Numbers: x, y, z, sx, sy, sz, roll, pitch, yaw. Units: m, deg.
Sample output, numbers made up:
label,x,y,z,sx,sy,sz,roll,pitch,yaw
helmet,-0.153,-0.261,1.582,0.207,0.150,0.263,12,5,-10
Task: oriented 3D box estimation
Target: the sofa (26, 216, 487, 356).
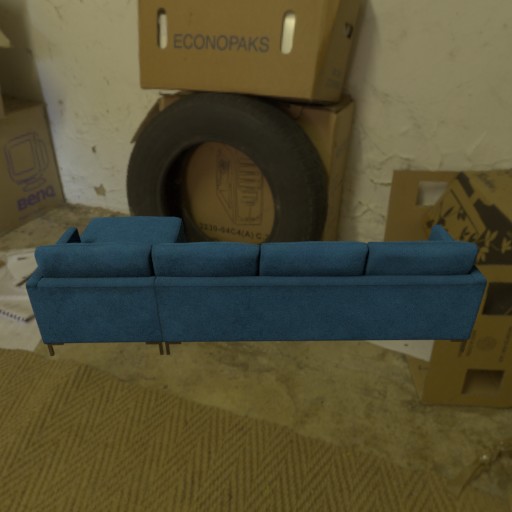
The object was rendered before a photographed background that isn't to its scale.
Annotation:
label,x,y,z,sx,sy,sz,roll,pitch,yaw
sofa,0.000,0.000,3.413,2.932,0.810,1.350,0,30,-1
